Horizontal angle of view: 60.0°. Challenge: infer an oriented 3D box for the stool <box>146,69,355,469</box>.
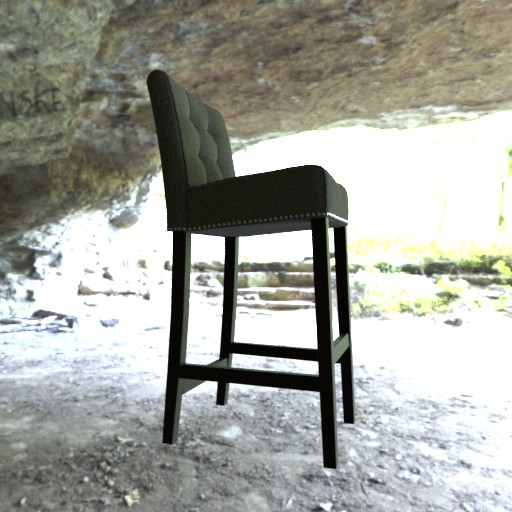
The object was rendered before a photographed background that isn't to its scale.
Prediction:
[{"bbox_3d":[0.000,0.000,1.341,0.548,1.047,0.411,0,0,20],"label":"stool"}]
